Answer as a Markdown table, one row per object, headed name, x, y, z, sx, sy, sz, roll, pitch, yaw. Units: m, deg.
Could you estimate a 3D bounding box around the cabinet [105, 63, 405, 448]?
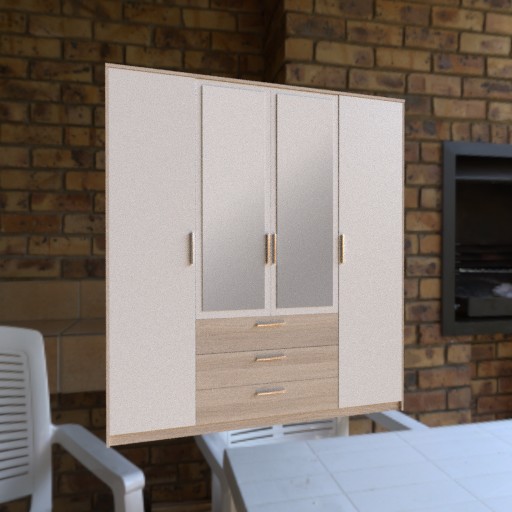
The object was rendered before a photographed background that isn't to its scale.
| name | x | y | z | sx | sy | sz | roll | pitch | yaw |
| --- | --- | --- | --- | --- | --- | --- | --- | --- | --- |
| cabinet | 0.000 | 0.000 | 2.930 | 1.870 | 2.060 | 0.620 | 0 | 1 | -18 |
